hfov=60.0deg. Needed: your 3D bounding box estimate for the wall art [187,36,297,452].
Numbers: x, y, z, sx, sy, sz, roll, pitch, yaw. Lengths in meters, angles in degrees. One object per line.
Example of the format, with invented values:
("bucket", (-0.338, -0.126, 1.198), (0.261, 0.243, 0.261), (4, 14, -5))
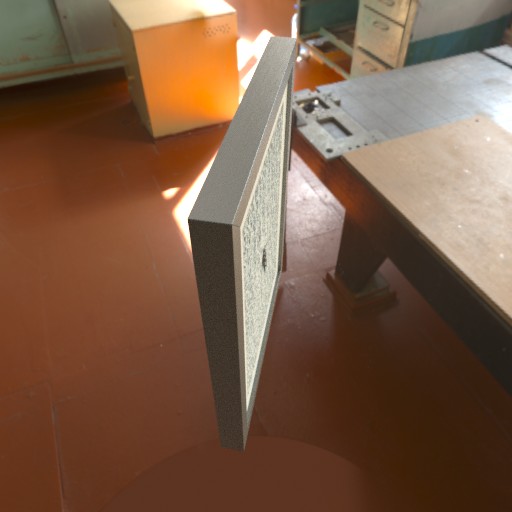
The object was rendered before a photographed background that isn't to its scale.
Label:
("wall art", (0.000, 0.000, 0.518), (0.030, 0.379, 0.308), (8, 47, 8))
